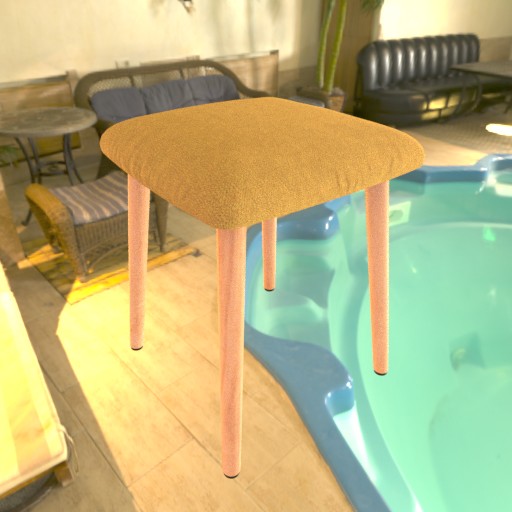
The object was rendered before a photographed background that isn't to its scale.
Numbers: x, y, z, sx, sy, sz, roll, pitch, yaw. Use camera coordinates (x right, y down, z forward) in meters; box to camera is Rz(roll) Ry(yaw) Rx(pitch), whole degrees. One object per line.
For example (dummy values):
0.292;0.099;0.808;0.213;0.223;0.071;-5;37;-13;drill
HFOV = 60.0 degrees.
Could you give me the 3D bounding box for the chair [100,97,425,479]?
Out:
0.000;0.000;0.706;0.350;0.440;0.350;-21;37;-31;chair
